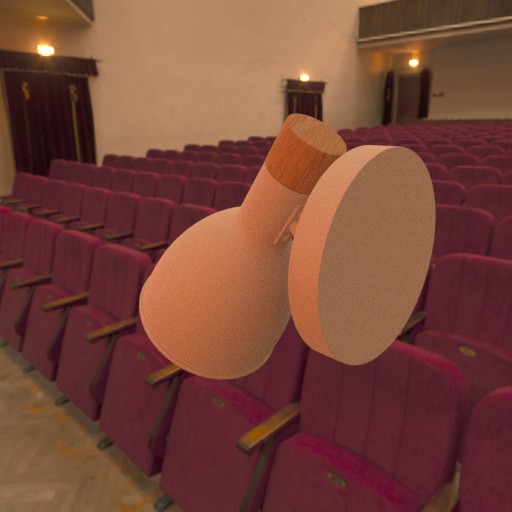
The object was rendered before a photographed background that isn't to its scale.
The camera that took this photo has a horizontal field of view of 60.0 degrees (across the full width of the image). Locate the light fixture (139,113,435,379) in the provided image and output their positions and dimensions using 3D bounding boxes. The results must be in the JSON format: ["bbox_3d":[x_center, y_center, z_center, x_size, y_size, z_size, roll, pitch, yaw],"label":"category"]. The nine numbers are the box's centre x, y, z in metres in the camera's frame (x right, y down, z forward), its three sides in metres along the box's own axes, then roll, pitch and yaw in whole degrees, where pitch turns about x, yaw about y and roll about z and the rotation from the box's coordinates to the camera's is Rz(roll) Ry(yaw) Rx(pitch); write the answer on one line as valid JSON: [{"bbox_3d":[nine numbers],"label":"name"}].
[{"bbox_3d":[0.000,0.000,0.327,0.209,0.199,0.127,16,23,42],"label":"light fixture"}]
